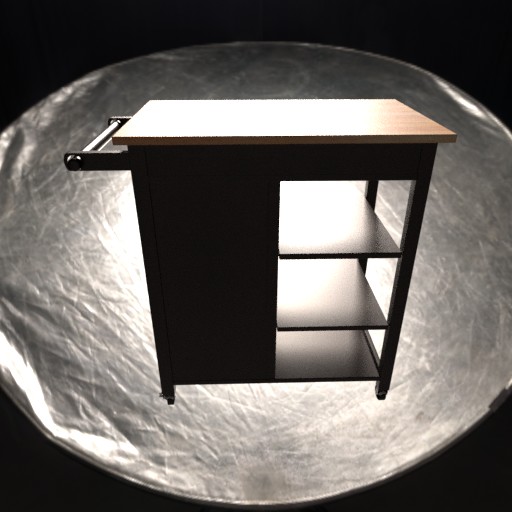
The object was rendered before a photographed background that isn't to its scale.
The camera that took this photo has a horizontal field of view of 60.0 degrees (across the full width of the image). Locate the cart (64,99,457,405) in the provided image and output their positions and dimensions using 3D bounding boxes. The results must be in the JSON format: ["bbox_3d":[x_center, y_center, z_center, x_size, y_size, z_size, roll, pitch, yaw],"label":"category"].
[{"bbox_3d":[0.000,0.000,1.422,0.914,0.878,0.472,-1,29,-1],"label":"cart"}]
